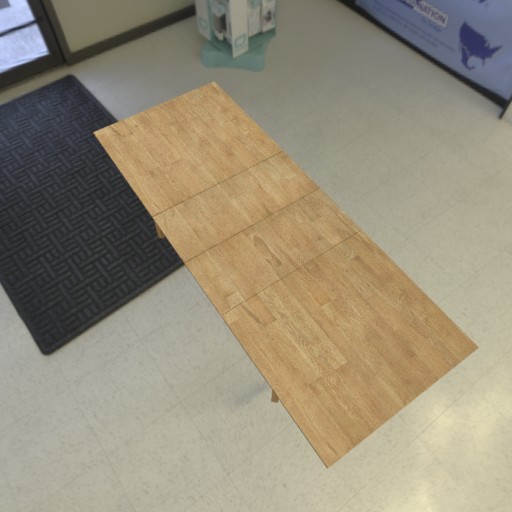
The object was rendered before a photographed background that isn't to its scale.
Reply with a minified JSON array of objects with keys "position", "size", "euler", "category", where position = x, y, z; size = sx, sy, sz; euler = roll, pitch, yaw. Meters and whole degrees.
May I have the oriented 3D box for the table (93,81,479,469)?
[{"position":[0.000,0.000,3.020],"size":[1.000,0.752,2.603],"euler":[-30,63,-17],"category":"table"}]
